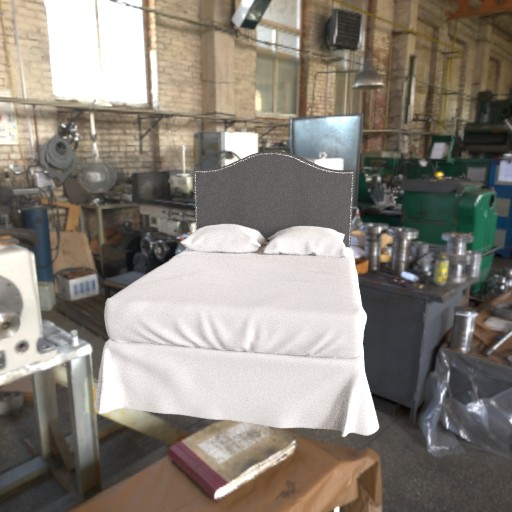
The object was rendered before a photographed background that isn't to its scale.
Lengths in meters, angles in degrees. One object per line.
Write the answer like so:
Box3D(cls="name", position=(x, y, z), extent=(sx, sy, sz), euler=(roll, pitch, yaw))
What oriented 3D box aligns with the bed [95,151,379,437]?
Box3D(cls="bed", position=(0.000, 0.000, 3.550), extent=(1.876, 1.645, 2.221), euler=(2, 13, 10))
